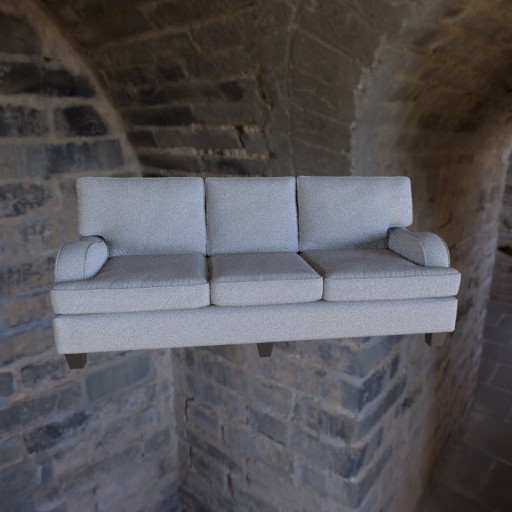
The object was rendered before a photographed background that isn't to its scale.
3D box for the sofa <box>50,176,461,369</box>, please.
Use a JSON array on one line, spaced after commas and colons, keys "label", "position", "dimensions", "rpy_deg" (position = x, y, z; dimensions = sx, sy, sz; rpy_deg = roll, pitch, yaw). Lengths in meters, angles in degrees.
[{"label": "sofa", "position": [0.000, 0.000, 2.887], "dimensions": [2.323, 0.997, 1.016], "rpy_deg": [-2, 15, -7]}]
